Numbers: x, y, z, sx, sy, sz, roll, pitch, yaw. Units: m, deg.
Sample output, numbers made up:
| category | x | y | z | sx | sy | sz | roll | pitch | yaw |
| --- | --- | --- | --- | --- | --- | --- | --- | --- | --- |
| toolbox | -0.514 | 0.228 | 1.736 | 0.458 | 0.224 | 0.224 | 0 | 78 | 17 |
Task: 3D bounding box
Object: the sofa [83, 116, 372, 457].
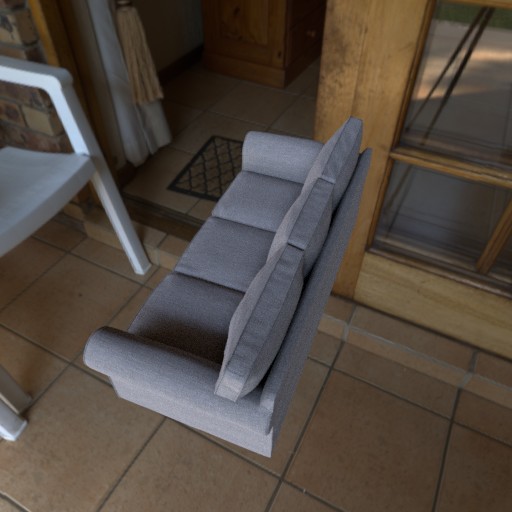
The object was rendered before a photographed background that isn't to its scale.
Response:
| category | x | y | z | sx | sy | sz | roll | pitch | yaw |
| --- | --- | --- | --- | --- | --- | --- | --- | --- | --- |
| sofa | 0.000 | 0.000 | 2.657 | 0.916 | 0.961 | 2.084 | 16 | 48 | 15 |
